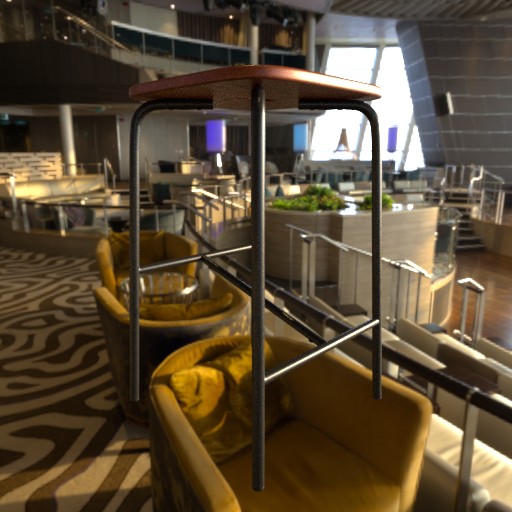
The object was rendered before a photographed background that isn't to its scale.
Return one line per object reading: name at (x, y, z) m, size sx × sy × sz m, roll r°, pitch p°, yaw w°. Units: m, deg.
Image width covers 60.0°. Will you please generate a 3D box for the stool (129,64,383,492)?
stool at (0.000, 0.000, 0.856) m, size 0.376 × 0.610 × 0.376 m, roll 12°, pitch 18°, yaw 43°
